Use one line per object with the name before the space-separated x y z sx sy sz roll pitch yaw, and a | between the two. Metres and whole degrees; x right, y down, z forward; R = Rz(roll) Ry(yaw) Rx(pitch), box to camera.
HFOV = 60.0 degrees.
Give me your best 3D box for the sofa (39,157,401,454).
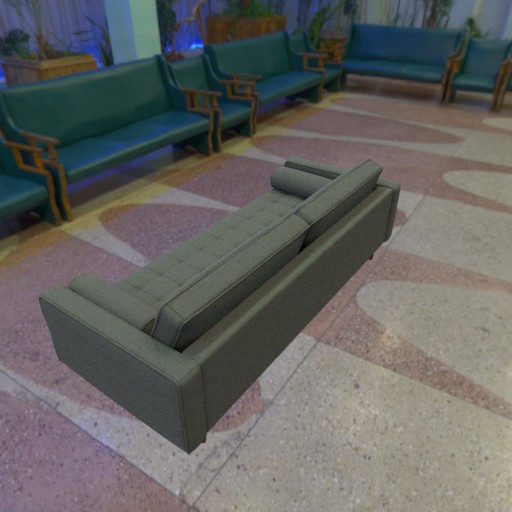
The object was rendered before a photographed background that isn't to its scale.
sofa | 0.000 0.000 2.635 0.914 0.762 2.198 21 39 29
